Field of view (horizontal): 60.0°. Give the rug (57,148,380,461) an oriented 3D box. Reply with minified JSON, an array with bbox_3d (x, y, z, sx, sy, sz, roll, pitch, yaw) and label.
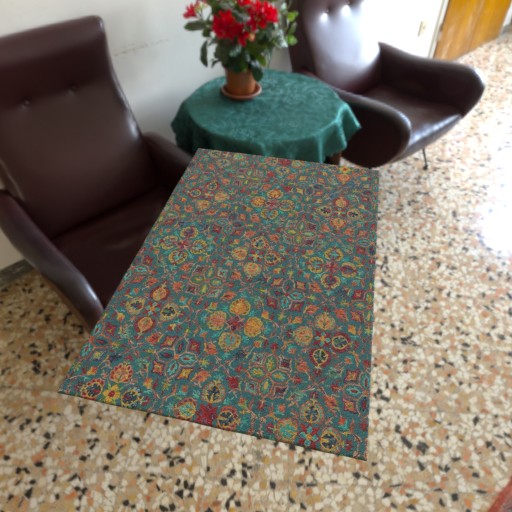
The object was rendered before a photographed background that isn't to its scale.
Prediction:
[{"bbox_3d":[0.000,0.000,2.297,1.216,0.014,1.836,9,46,9],"label":"rug"}]
